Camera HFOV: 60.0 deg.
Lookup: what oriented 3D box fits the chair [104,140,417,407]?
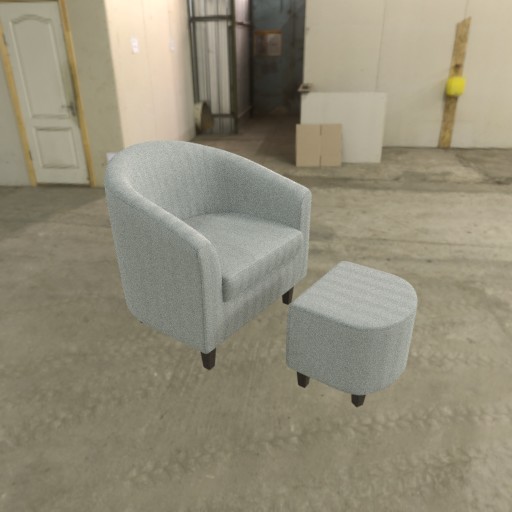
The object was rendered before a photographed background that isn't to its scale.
[{"bbox_3d":[0.000,0.000,1.794,1.288,0.757,0.756,17,31,31],"label":"chair"}]
